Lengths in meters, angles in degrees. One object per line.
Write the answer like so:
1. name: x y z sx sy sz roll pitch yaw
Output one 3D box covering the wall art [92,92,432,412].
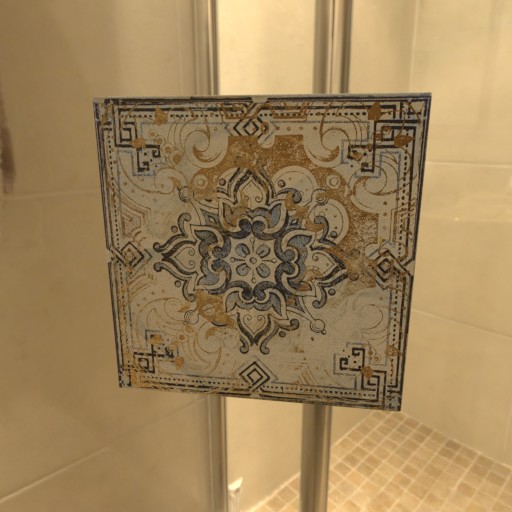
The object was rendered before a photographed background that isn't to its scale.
1. wall art: 0.000 0.000 0.449 0.302 0.306 0.038 2 15 8
